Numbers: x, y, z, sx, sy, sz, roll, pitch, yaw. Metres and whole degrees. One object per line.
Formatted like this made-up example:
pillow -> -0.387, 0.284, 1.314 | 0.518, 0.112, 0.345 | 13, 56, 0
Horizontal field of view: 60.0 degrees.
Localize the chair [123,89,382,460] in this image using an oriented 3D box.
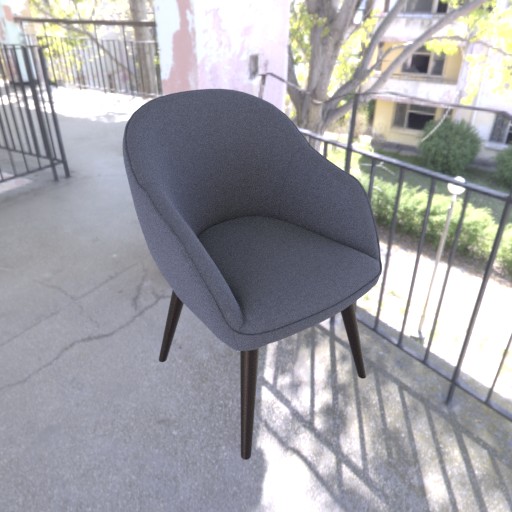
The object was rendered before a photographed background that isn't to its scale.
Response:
chair -> 0.000, 0.000, 1.250 | 0.589, 0.810, 0.611 | -21, 36, -33
